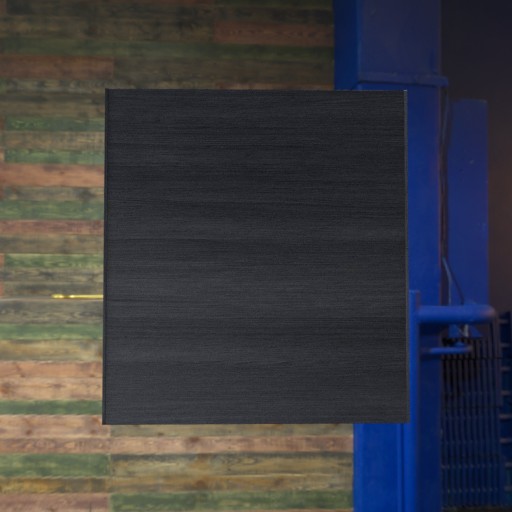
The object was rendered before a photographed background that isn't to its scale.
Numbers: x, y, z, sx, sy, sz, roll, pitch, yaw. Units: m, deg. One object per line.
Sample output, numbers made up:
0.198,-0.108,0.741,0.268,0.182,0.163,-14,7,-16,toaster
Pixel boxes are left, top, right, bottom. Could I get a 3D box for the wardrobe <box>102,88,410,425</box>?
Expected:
0.000,0.000,2.898,1.780,1.960,0.629,0,-2,-1,wardrobe
